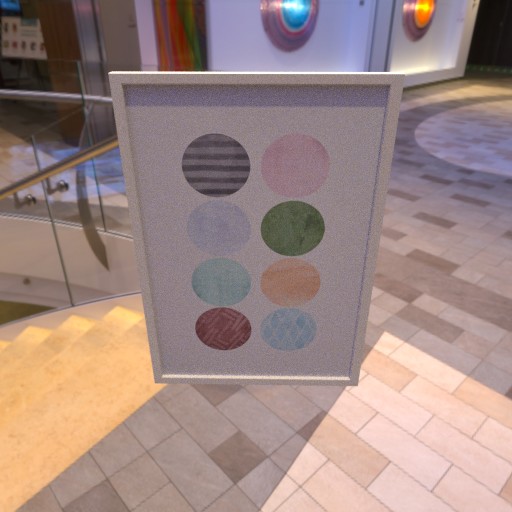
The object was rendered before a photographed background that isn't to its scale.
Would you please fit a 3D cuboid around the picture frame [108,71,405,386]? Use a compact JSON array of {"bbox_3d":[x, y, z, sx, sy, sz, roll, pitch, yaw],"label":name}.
[{"bbox_3d":[0.000,0.000,0.565,0.305,0.434,0.013,1,29,1],"label":"picture frame"}]
